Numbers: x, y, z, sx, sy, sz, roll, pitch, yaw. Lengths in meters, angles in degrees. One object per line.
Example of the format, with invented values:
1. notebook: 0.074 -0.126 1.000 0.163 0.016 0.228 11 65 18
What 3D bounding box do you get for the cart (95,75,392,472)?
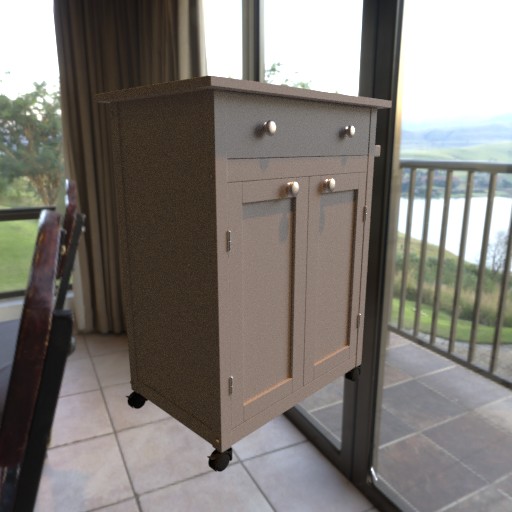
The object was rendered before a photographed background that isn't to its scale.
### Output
1. cart: 0.000 0.000 1.282 0.442 0.864 0.683 13 19 43
